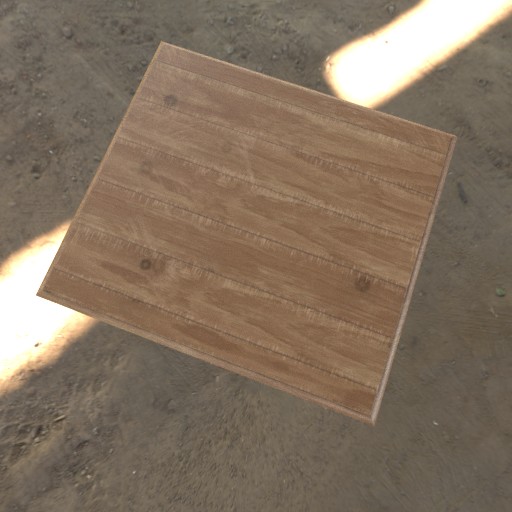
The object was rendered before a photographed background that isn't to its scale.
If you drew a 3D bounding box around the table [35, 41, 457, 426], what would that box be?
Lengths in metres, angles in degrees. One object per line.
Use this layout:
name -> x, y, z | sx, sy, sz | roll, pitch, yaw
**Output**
table -> 0.000, 0.000, 0.928 | 0.508, 0.561, 0.457 | 20, 77, 5
